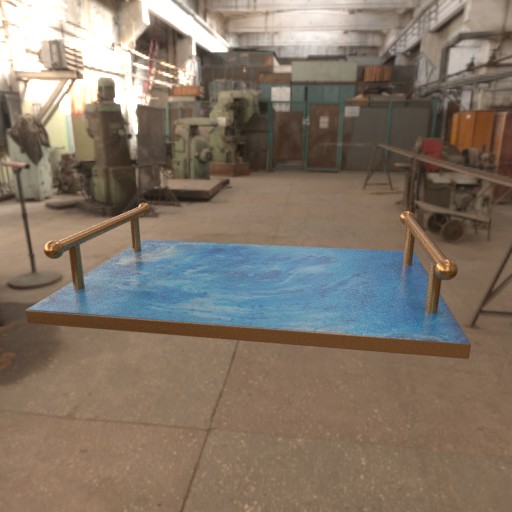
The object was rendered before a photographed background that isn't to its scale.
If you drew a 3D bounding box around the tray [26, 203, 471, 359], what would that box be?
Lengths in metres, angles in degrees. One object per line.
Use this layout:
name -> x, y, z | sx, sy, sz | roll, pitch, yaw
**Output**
tray -> 0.000, 0.000, 0.568 | 0.444, 0.084, 0.304 | 3, 17, 9
